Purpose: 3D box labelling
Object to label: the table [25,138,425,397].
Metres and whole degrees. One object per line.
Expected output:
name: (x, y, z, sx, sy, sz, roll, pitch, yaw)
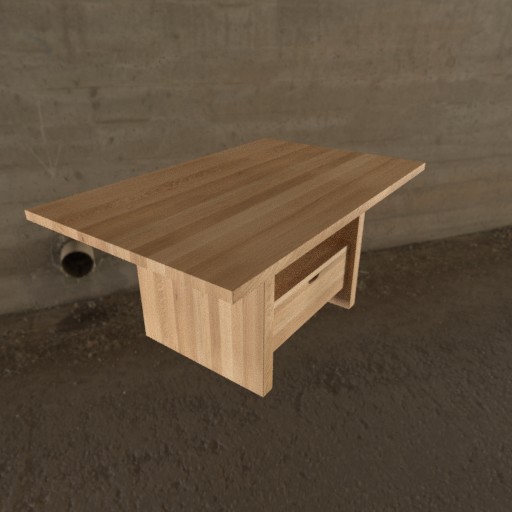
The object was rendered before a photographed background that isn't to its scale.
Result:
table: (0.000, 0.000, 1.488, 0.700, 0.510, 1.100, 18, 32, 32)
